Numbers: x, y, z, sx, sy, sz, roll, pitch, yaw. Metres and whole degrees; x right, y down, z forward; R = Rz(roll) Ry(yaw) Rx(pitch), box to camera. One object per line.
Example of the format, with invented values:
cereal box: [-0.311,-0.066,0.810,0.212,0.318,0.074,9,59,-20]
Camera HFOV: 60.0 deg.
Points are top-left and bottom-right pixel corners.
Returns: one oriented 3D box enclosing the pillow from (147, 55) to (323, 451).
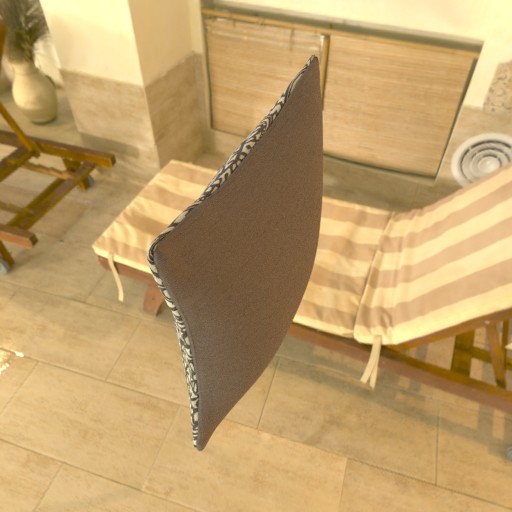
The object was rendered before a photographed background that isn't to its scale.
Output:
pillow: [0.000,0.000,0.638,0.148,0.417,0.436,17,49,16]
